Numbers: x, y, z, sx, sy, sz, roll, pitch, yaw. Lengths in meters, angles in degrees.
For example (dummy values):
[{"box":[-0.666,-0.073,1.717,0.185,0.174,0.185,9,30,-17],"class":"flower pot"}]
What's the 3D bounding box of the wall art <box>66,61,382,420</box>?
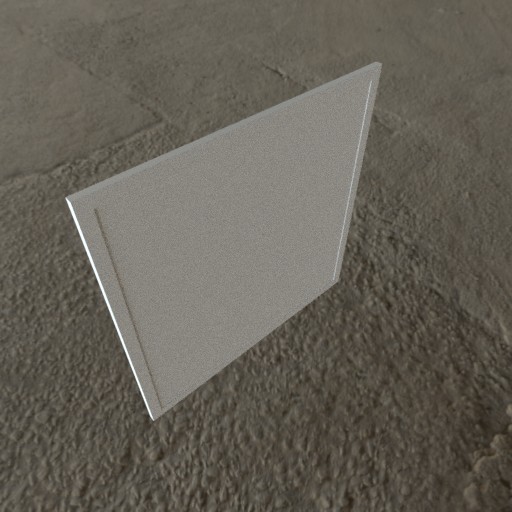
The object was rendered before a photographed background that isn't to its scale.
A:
[{"box":[0.000,0.000,0.971,0.660,0.660,0.015,-32,54,-28],"class":"wall art"}]
